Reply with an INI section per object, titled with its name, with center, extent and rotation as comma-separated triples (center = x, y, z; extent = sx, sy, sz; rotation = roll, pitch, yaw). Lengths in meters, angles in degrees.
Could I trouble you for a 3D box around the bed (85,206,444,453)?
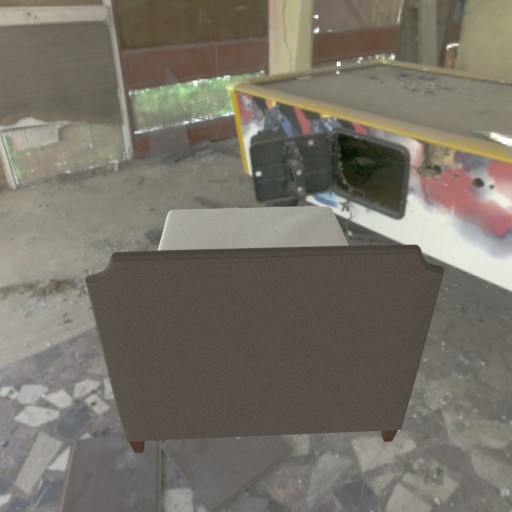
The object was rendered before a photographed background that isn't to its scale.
[bed]
center = 0.000, 0.000, 3.377
extent = 1.713, 1.443, 2.372
rotation = -1, 31, -2
